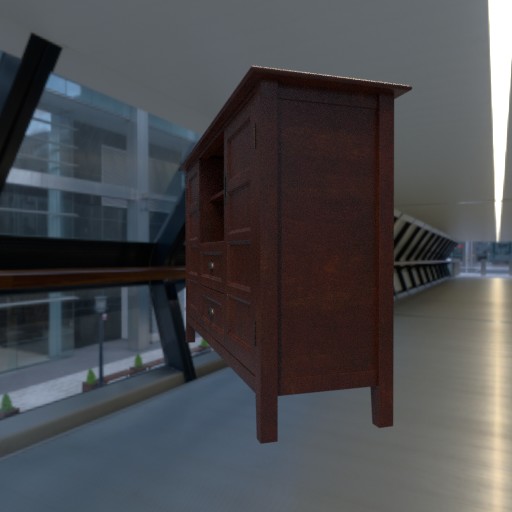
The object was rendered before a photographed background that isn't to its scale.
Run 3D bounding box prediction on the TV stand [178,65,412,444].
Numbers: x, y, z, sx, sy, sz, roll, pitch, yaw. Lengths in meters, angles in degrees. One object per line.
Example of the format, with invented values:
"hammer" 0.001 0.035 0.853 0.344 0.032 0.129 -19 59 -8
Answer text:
"TV stand" 0.000 0.000 1.766 0.445 0.915 1.372 0 1 -17
